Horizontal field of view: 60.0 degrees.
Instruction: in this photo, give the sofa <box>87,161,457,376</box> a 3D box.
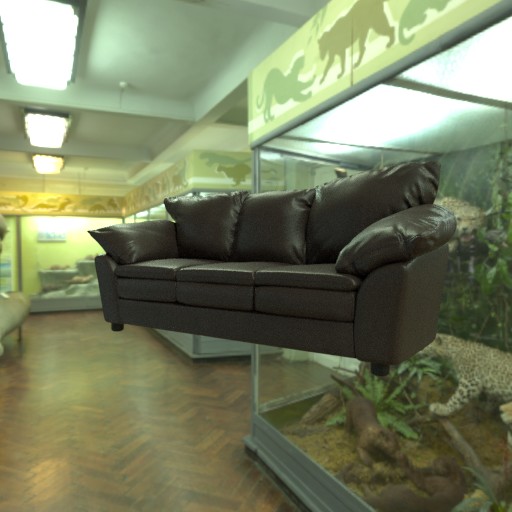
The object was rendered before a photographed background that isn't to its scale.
[{"bbox_3d":[0.000,0.000,2.884,2.390,1.091,0.907,1,1,35],"label":"sofa"}]
